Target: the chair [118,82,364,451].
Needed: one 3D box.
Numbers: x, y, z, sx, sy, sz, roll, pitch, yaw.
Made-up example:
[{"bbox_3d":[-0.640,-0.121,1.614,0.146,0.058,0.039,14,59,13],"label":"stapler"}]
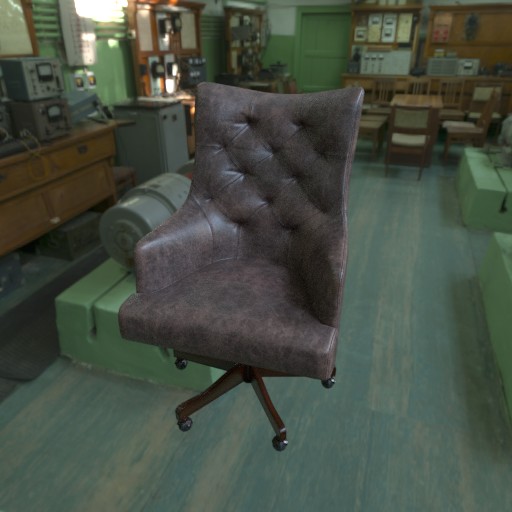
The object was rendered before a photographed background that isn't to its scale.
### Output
[{"bbox_3d":[0.000,0.000,1.493,0.641,1.035,0.762,8,28,15],"label":"chair"}]
